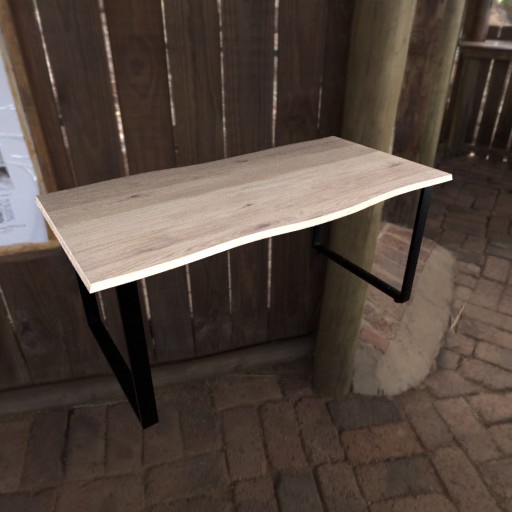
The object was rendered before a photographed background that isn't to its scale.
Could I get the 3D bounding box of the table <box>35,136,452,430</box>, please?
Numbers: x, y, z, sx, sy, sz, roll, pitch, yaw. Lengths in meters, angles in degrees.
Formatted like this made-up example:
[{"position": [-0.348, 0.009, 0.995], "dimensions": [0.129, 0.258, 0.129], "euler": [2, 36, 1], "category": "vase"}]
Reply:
[{"position": [0.000, 0.000, 2.287], "dimensions": [1.800, 0.780, 0.900], "euler": [-18, 35, -29], "category": "table"}]
